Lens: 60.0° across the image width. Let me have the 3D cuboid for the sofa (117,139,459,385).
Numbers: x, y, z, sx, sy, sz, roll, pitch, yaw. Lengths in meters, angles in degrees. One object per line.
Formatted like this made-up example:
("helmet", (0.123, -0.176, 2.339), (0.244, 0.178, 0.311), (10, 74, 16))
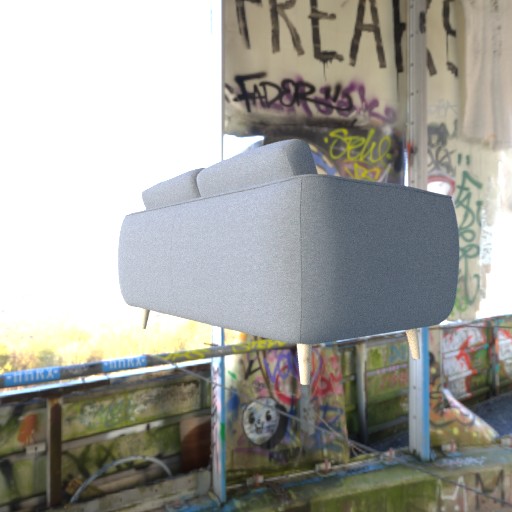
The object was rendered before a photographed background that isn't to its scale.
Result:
("sofa", (0.000, 0.000, 2.215), (0.920, 0.850, 1.700), (0, 0, -36))
